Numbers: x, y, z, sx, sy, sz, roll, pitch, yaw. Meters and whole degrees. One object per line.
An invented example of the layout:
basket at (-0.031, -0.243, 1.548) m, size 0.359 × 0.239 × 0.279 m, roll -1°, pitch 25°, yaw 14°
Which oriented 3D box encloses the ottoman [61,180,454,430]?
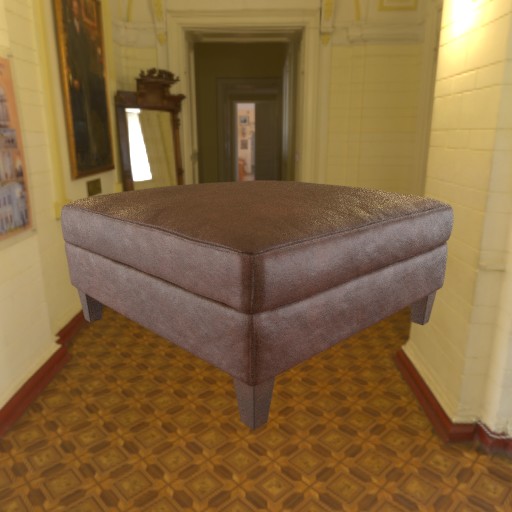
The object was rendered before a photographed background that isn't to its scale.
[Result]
ottoman at (0.000, 0.000, 1.317) m, size 0.836 × 0.415 × 0.844 m, roll -14°, pitch 21°, yaw -42°
